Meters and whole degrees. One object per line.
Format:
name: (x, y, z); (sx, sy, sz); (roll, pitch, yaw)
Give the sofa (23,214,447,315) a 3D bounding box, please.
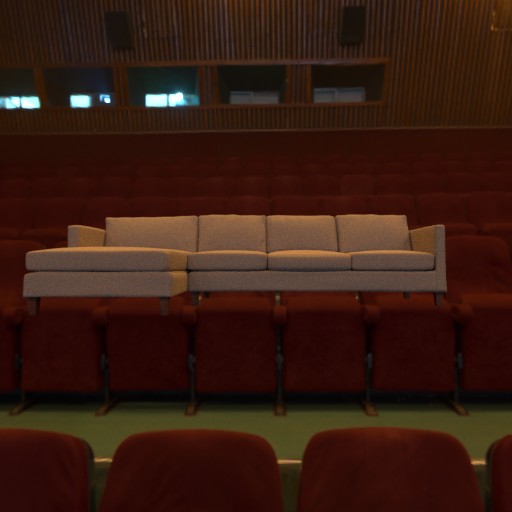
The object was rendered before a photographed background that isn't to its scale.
sofa: (0.000, 0.000, 3.821); (3.186, 0.846, 1.625); (0, -1, 1)
